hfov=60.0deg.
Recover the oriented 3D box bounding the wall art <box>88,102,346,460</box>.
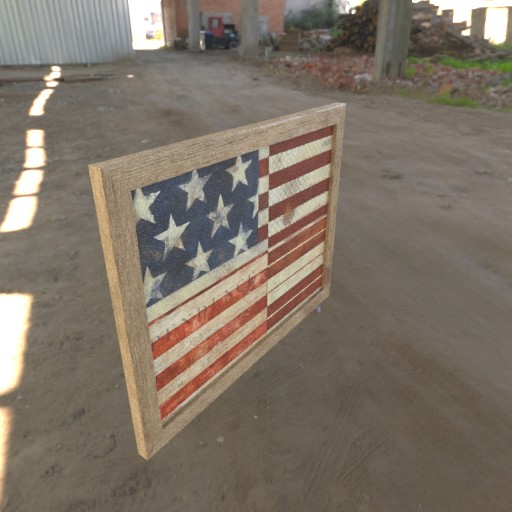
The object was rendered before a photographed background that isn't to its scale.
[{"bbox_3d":[0.000,0.000,0.929,0.026,0.535,0.690,18,32,32],"label":"wall art"}]
